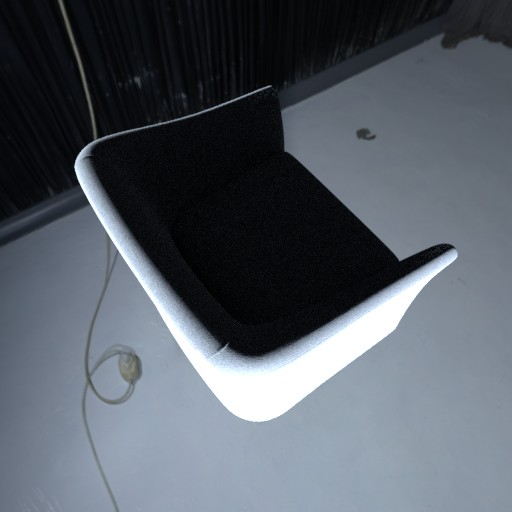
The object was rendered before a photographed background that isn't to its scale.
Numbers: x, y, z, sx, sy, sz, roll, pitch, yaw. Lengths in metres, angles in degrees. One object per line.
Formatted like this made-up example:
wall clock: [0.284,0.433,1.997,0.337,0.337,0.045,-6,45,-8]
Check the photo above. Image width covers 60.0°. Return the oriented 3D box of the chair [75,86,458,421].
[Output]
chair: [0.000,0.000,1.340,0.700,0.720,0.790,-32,64,-18]
